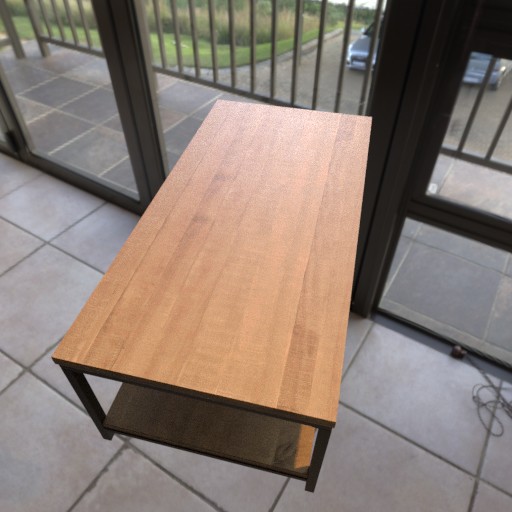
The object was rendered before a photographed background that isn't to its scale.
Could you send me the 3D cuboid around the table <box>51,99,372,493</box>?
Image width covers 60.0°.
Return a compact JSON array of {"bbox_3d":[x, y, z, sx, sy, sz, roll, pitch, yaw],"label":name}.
[{"bbox_3d":[0.000,0.000,1.328,0.551,0.399,1.100,10,46,9],"label":"table"}]
